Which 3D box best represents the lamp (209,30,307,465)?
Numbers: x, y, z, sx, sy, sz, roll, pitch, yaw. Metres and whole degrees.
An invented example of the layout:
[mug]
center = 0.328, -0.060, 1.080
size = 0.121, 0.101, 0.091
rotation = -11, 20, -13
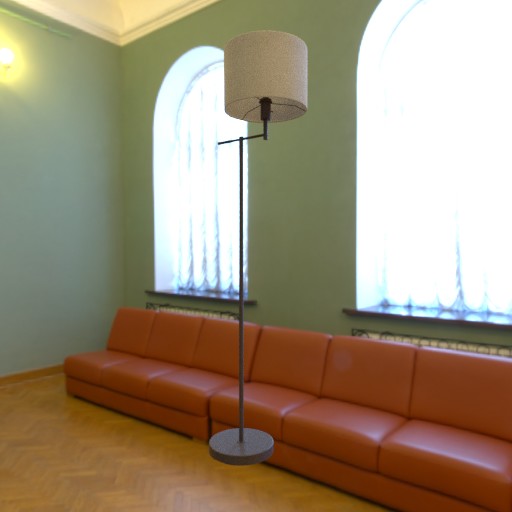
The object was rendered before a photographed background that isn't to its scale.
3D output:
[lamp]
center = 0.000, 0.000, 1.765
size = 0.416, 1.600, 0.324
rotation = 1, 1, 36
